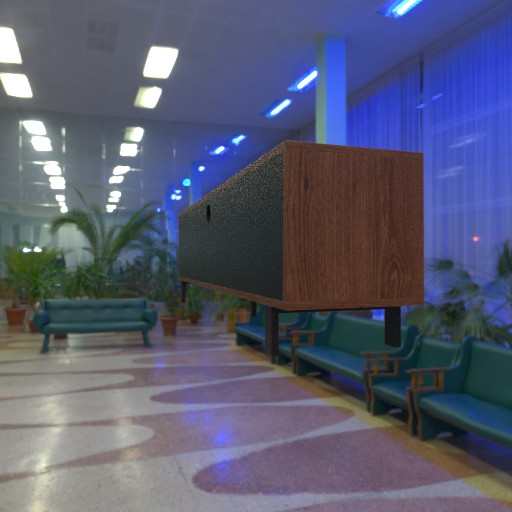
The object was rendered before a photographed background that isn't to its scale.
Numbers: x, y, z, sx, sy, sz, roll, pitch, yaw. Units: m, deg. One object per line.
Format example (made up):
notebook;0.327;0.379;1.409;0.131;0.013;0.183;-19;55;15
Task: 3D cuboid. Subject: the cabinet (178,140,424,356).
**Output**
cabinet;0.000;0.000;1.830;0.400;0.500;1.650;0;-1;-18
